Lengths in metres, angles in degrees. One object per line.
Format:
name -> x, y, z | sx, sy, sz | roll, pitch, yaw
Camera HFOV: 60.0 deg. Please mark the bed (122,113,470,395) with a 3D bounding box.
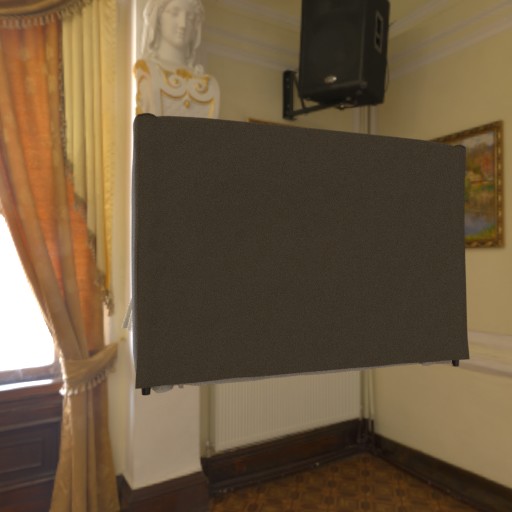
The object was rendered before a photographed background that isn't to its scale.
bed -> 0.000, 0.000, 3.393 | 1.925, 1.332, 2.276 | 0, -1, -18
